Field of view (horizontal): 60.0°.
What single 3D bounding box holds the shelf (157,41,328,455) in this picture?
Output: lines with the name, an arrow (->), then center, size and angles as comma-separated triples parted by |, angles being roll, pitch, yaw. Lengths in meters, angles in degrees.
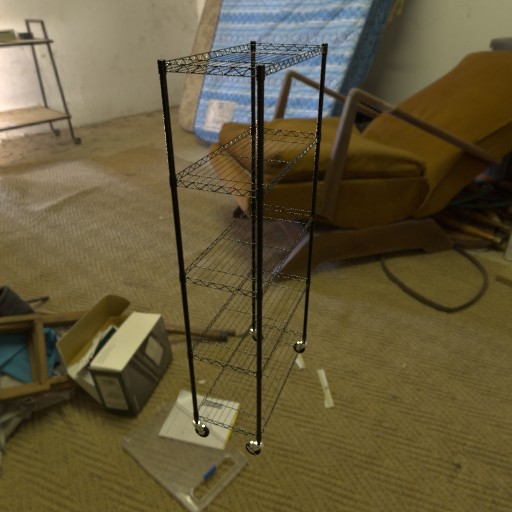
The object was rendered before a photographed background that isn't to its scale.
shelf -> 0.000, 0.000, 1.945 | 0.356, 1.645, 0.762 | 11, 32, 18
